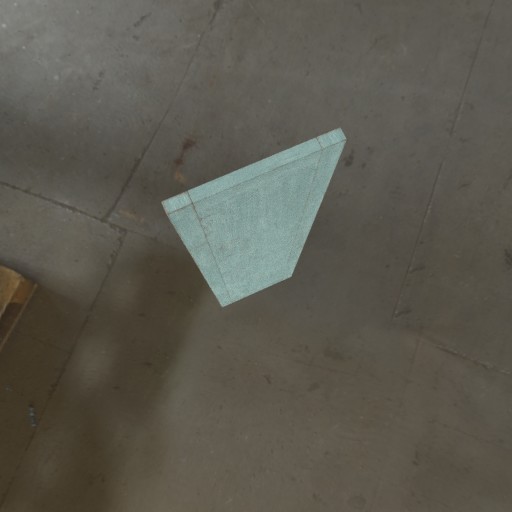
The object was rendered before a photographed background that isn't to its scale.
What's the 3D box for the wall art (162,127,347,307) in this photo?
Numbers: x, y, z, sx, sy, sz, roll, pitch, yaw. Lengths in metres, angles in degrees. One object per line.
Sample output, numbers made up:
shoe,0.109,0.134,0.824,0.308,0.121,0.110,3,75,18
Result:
wall art,0.000,0.000,1.331,0.329,1.219,0.025,-24,78,-6
